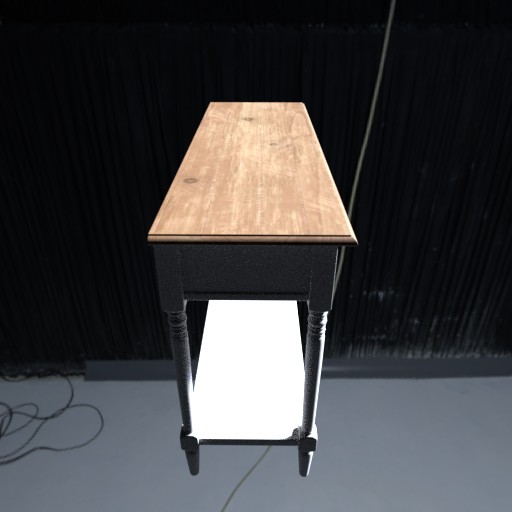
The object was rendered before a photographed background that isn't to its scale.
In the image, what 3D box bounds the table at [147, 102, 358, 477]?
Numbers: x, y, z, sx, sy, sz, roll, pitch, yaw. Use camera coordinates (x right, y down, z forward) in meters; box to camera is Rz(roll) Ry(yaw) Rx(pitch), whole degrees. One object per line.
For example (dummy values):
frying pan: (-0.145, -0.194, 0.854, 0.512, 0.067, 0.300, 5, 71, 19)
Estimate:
table: (0.000, 0.000, 1.561, 0.399, 0.800, 1.219, 0, 31, 1)
